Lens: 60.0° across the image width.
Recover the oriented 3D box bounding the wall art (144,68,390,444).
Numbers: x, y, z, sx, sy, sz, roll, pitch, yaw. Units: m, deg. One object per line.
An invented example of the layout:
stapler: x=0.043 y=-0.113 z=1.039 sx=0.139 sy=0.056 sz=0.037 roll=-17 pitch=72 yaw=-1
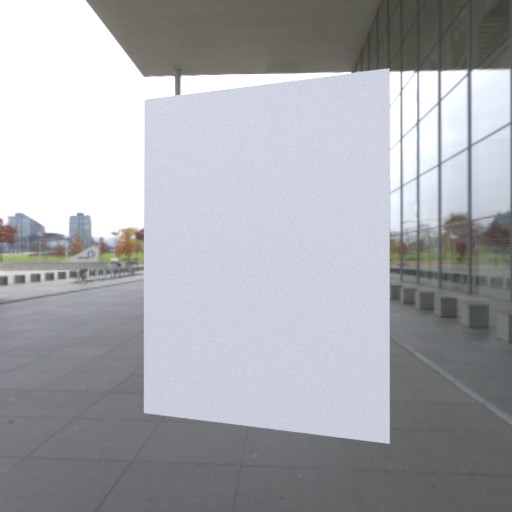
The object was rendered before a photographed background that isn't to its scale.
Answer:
wall art: x=0.000 y=0.000 z=0.792 sx=0.457 sy=0.610 sz=0.003 roll=0 pitch=0 yaw=18
